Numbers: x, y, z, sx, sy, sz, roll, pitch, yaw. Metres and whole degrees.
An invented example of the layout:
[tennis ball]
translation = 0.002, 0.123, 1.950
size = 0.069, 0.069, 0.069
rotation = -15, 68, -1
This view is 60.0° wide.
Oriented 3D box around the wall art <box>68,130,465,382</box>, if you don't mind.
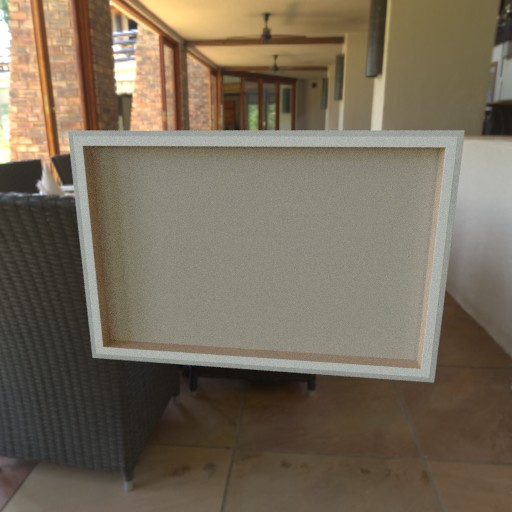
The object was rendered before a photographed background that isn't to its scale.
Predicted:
[wall art]
translation = 0.000, 0.000, 0.748
size = 0.609, 0.407, 0.038
rotation = 2, 16, 8
